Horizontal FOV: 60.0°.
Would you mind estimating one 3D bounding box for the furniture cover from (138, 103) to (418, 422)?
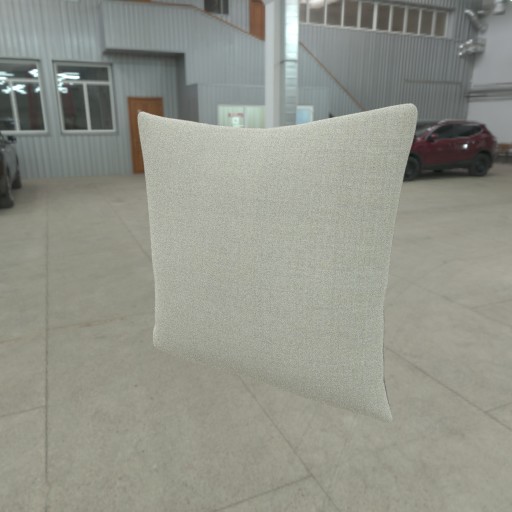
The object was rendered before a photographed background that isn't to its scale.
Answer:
[{"bbox_3d":[0.000,0.000,0.657,0.435,0.420,0.145,10,20,29],"label":"furniture cover"}]
